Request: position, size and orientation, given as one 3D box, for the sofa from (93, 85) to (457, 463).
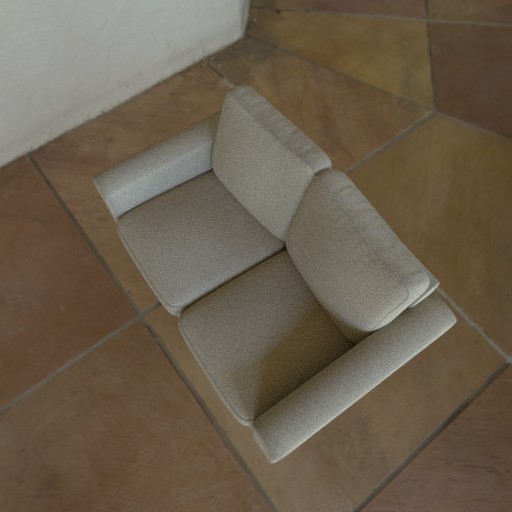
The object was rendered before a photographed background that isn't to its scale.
[{"bbox_3d":[0.000,0.000,2.188,1.016,0.873,1.616,-32,68,-15],"label":"sofa"}]
